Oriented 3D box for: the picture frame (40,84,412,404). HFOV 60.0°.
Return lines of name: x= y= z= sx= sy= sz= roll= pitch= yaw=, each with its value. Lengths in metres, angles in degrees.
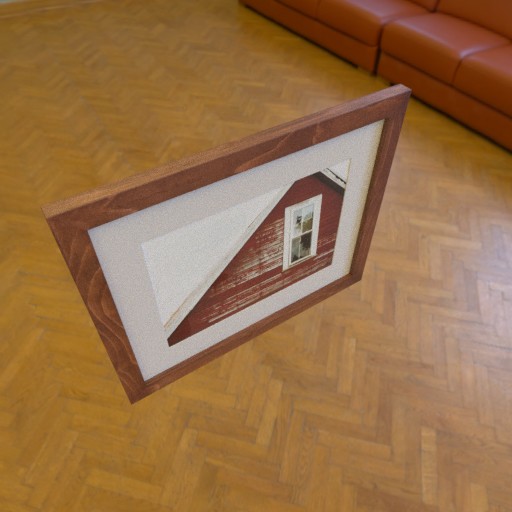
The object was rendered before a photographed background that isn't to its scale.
picture frame: x=0.000 y=0.000 z=0.760 sx=0.559 sy=0.457 sz=0.025 roll=-25 pitch=51 yaw=-22
